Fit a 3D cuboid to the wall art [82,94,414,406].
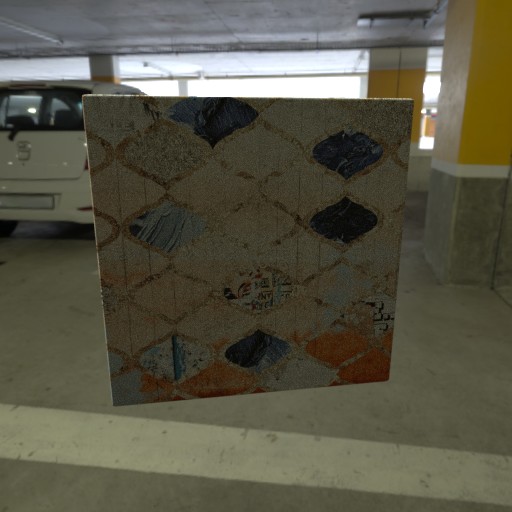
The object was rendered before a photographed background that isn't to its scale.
[{"bbox_3d":[0.000,0.000,0.753,0.507,0.508,0.038,-3,16,-9],"label":"wall art"}]
